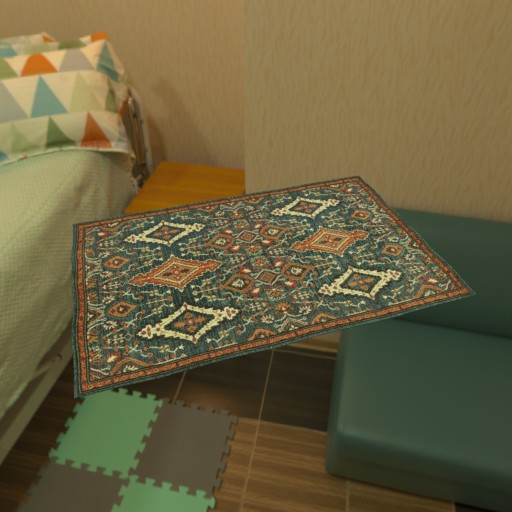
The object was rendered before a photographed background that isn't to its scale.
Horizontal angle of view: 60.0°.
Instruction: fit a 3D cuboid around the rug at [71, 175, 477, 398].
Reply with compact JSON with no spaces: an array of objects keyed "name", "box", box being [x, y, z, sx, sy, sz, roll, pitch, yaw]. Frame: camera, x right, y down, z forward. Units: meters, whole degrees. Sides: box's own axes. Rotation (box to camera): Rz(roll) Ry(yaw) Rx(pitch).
[{"name":"rug","box":[0.000,0.000,4.244,3.371,0.008,2.190,-12,41,-14]}]
